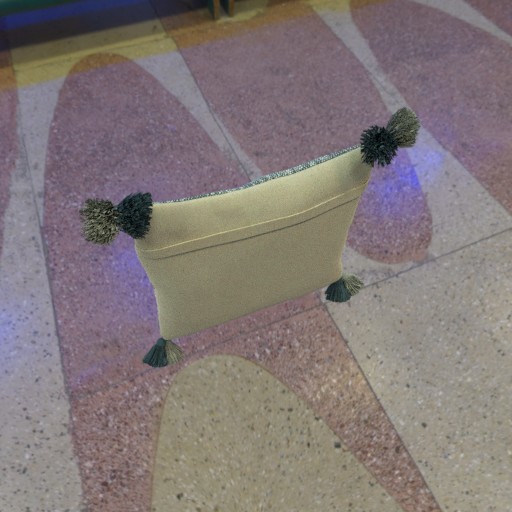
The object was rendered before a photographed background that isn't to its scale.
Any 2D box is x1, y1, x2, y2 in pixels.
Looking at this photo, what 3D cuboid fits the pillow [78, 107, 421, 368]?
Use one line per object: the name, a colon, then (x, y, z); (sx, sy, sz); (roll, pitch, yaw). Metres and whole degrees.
pillow: (0.000, 0.000, 0.930); (0.614, 0.634, 0.138); (-18, 58, -11)
